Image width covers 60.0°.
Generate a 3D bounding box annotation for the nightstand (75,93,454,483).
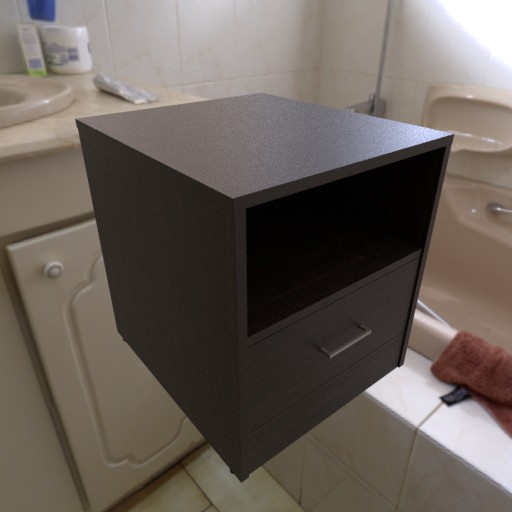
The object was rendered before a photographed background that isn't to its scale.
[{"bbox_3d":[0.000,0.000,0.799,0.400,0.460,0.461,-21,36,-33],"label":"nightstand"}]
